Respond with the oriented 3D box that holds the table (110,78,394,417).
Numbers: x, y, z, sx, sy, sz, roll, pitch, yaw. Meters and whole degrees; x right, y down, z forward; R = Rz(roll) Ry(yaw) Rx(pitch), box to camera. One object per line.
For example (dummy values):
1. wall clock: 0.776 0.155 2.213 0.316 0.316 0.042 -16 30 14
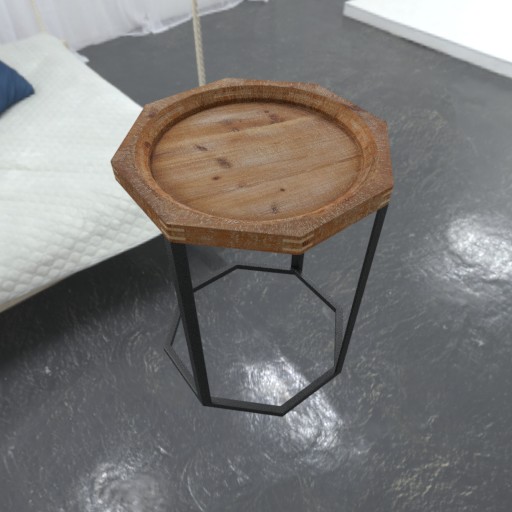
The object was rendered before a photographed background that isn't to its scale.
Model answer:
1. table: 0.000 0.000 0.911 0.458 0.543 0.458 23 51 20
